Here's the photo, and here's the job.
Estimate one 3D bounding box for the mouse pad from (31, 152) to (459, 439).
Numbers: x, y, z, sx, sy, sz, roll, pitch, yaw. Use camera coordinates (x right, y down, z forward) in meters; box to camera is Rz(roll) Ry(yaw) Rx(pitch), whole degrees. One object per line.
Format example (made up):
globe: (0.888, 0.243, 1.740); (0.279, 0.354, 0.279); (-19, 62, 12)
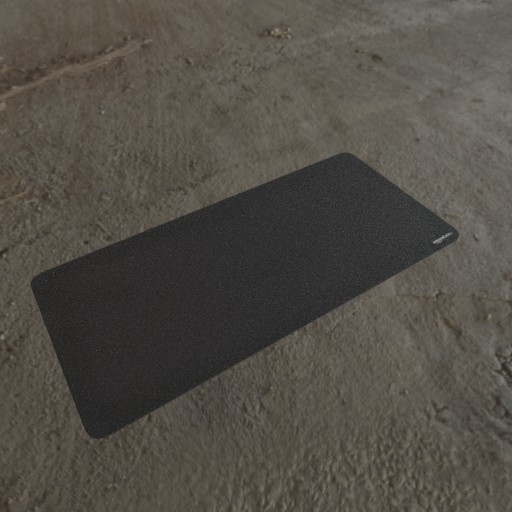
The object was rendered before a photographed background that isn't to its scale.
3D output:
mouse pad: (0.000, 0.000, 1.008); (0.907, 0.003, 0.424); (-25, 52, -22)
